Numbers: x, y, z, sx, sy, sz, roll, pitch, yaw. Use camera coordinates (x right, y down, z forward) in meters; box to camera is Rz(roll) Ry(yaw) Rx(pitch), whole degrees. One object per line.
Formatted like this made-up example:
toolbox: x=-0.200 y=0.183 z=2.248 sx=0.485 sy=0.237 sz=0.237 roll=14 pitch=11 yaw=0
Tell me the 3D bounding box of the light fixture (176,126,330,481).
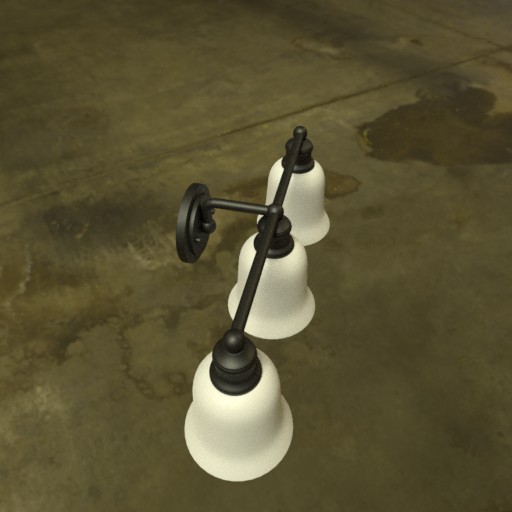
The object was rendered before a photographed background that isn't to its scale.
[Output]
light fixture: x=0.000 y=0.000 z=0.670 sx=0.198 sy=0.211 sz=0.570 roll=9 pitch=46 yaw=9
